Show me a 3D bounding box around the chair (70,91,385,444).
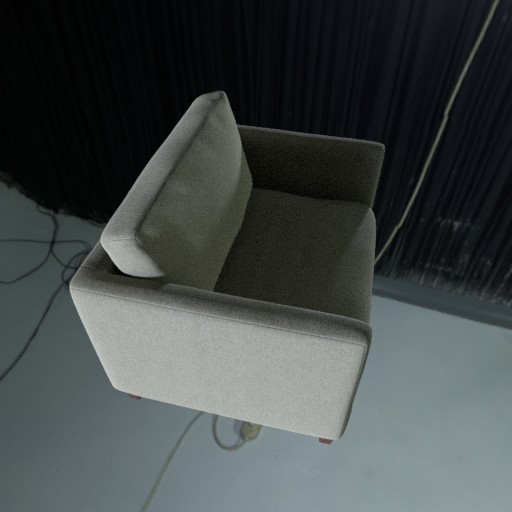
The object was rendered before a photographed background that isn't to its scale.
[{"bbox_3d":[0.000,0.000,1.826,0.959,0.963,1.107,10,46,9],"label":"chair"}]
